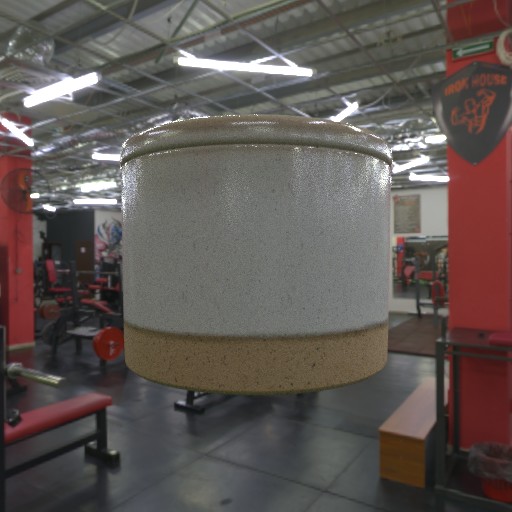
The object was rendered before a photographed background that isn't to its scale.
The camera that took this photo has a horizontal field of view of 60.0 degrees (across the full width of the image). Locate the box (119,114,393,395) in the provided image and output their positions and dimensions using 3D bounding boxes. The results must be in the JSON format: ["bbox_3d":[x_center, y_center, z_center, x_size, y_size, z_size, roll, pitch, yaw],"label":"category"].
[{"bbox_3d":[0.000,0.000,0.262,0.154,0.123,0.154,0,1,0],"label":"box"}]
